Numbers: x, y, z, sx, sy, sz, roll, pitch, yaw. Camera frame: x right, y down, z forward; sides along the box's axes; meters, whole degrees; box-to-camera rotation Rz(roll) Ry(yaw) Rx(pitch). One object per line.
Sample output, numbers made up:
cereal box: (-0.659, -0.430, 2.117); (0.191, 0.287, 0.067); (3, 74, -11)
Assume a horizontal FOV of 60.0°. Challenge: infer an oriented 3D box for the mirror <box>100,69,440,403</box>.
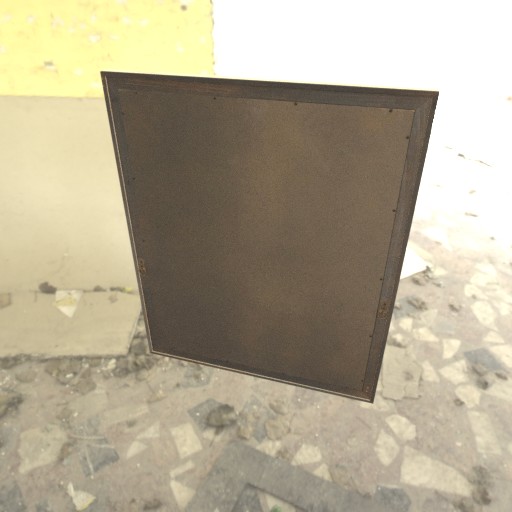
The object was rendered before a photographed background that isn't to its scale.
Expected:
mirror: (0.000, 0.000, 1.170); (0.730, 0.882, 0.032); (9, 34, 14)
